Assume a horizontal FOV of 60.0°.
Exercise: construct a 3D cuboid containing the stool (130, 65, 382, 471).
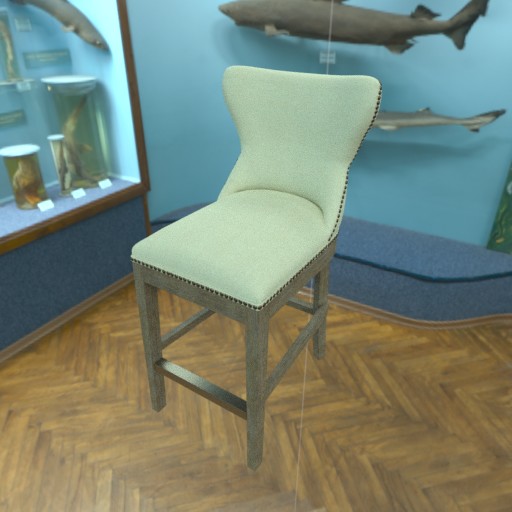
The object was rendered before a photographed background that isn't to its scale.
[{"bbox_3d":[0.000,0.000,1.315,0.498,0.981,0.608,18,34,29],"label":"stool"}]
